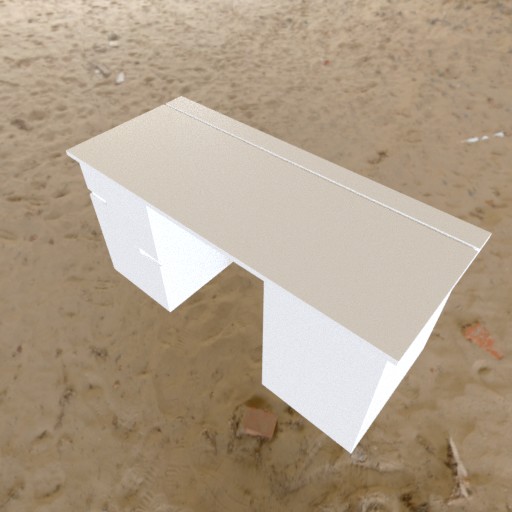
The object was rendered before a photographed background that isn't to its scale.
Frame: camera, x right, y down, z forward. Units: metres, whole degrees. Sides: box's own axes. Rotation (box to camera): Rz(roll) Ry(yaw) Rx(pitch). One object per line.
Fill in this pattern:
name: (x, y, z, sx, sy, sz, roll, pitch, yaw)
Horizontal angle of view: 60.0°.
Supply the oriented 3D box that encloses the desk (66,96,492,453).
desk: (0.000, 0.000, 1.989, 1.580, 0.760, 0.670, 32, 53, 27)
